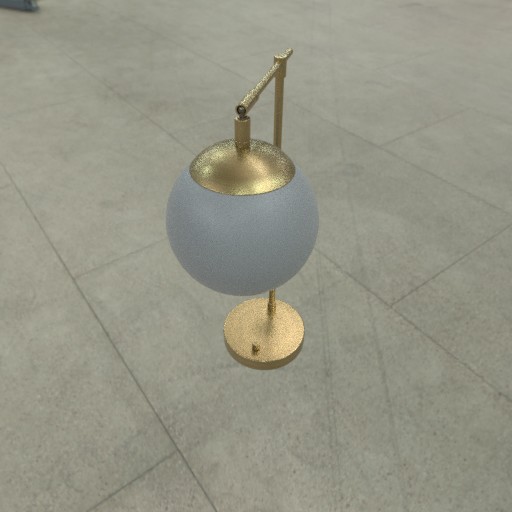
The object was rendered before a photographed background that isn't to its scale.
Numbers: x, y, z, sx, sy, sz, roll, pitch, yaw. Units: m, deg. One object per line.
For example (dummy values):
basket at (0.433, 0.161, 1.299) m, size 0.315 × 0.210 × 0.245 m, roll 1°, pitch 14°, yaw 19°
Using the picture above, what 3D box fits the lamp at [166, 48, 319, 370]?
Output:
lamp at (0.000, 0.000, 0.724) m, size 0.207 × 0.559 × 0.324 m, roll 12°, pitch 43°, yaw 13°
